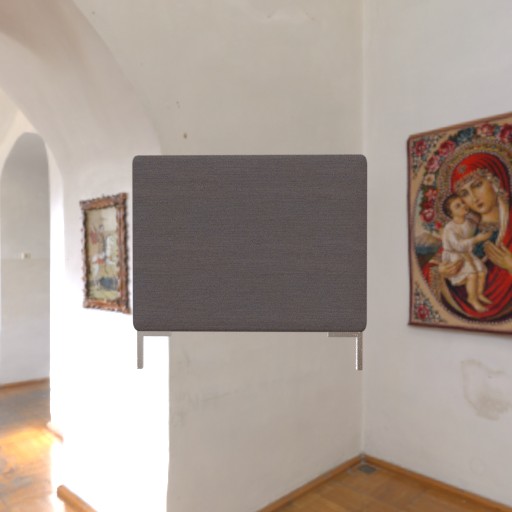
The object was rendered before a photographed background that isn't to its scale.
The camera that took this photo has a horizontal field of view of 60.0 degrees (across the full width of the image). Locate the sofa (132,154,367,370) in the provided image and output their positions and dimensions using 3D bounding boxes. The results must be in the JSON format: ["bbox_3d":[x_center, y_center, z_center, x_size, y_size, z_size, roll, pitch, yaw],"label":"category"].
[{"bbox_3d":[0.000,0.000,2.260,0.686,0.635,1.981,0,1,1],"label":"sofa"}]
